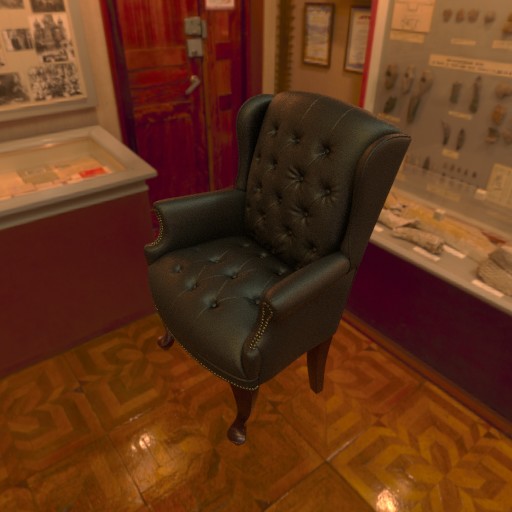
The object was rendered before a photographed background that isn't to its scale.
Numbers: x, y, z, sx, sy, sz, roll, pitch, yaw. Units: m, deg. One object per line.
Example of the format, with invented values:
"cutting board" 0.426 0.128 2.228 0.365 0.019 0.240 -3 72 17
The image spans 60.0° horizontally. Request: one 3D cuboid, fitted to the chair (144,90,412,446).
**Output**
"chair" 0.000 0.000 1.704 0.762 1.111 0.838 -21 38 -29
